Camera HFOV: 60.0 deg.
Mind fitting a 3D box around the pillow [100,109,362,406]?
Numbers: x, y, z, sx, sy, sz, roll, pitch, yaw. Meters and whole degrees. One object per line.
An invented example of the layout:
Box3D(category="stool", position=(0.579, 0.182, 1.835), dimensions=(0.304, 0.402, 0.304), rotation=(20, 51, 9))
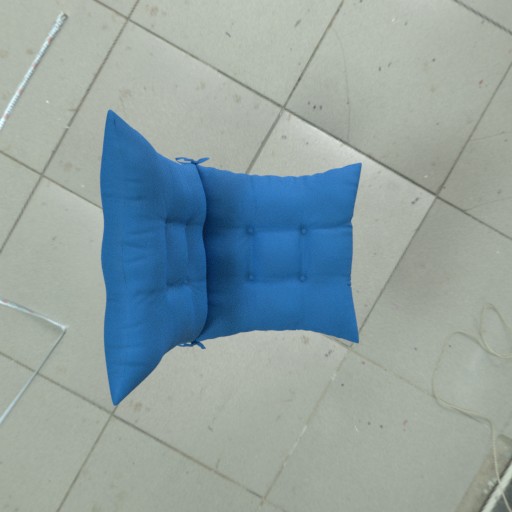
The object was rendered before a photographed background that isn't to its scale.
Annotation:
Box3D(category="pillow", position=(0.000, 0.000, 1.014), dimensions=(0.585, 0.536, 0.541), rotation=(0, 91, 0))
